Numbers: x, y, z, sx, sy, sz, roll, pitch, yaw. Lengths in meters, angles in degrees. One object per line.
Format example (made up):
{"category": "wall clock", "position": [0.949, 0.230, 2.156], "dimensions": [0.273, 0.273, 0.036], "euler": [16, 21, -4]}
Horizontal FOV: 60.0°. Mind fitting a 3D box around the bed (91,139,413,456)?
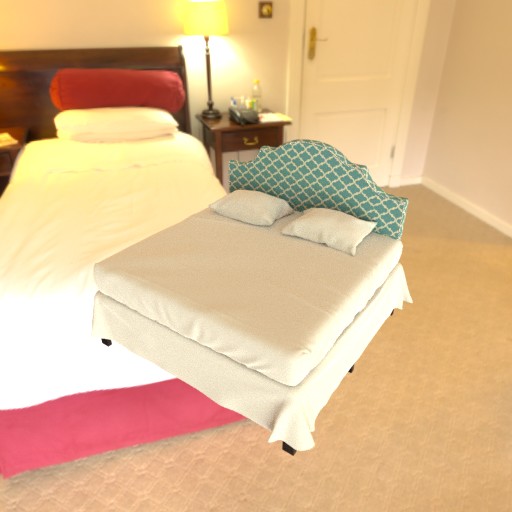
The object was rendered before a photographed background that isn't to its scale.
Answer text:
{"category": "bed", "position": [0.000, 0.000, 3.881], "dimensions": [2.314, 1.601, 2.222], "euler": [19, 35, 30]}
